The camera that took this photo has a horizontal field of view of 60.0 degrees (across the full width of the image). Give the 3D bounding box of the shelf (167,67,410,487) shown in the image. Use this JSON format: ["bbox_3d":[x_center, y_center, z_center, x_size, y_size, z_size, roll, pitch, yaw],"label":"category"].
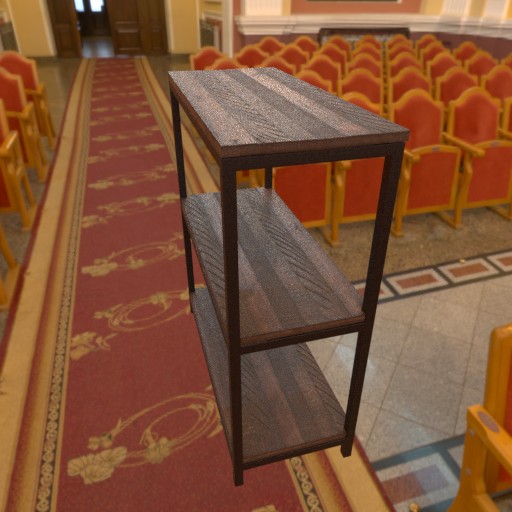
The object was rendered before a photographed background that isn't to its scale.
[{"bbox_3d":[0.000,0.000,1.349,0.352,0.947,0.822,-8,32,-14],"label":"shelf"}]
